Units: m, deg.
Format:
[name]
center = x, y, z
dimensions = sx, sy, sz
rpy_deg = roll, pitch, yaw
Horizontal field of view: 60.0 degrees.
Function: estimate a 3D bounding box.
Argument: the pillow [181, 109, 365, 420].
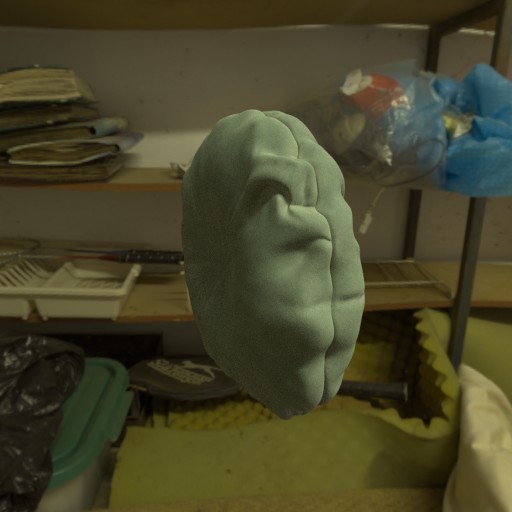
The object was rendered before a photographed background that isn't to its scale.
[pillow]
center = 0.000, 0.000, 0.650
dimensions = 0.148, 0.407, 0.428
rpy_deg = -8, 18, -24
